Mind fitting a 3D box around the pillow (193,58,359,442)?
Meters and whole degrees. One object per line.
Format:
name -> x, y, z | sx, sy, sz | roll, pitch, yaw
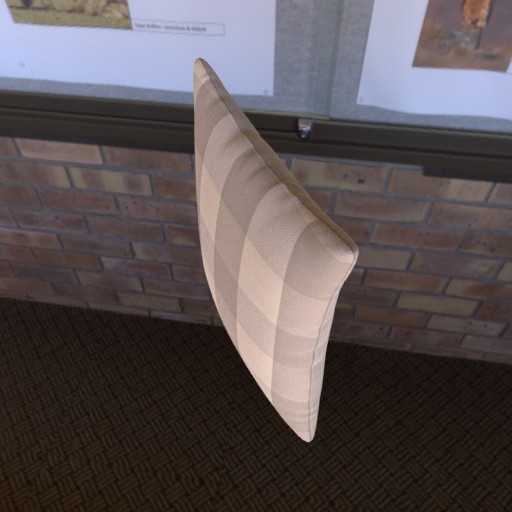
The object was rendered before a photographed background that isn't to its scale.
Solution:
pillow -> 0.000, 0.000, 0.793 | 0.161, 0.509, 0.511 | -17, 49, -16
